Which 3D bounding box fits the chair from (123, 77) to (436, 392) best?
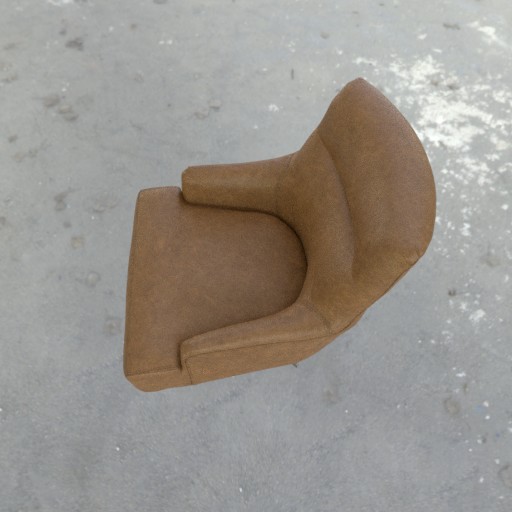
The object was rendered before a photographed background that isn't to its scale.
[{"bbox_3d":[0.000,0.000,1.456,0.874,0.869,0.729,-4,57,-3],"label":"chair"}]
